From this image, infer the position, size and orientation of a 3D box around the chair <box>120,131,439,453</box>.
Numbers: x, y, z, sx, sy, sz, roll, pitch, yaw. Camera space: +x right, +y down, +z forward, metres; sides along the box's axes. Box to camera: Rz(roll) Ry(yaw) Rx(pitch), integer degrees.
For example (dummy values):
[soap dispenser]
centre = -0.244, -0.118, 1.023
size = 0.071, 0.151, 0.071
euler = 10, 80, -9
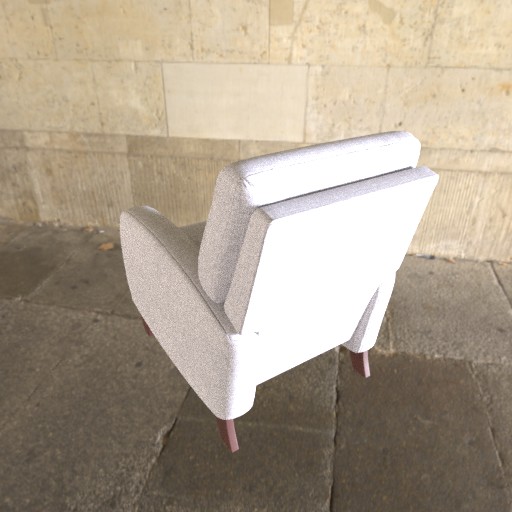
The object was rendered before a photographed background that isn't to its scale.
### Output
[chair]
centre = 0.000, 0.000, 1.657
size = 0.762, 0.990, 0.990
euler = -18, 33, -29
